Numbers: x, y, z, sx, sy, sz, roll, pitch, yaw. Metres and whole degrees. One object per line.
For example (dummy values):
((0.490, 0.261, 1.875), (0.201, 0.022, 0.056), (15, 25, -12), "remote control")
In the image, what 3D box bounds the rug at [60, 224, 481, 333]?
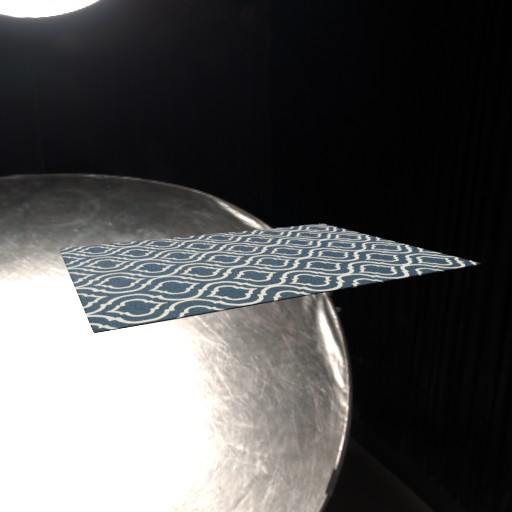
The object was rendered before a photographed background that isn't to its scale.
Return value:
((0.000, 0.000, 4.319), (3.353, 0.010, 2.438), (-7, 15, -27), "rug")
